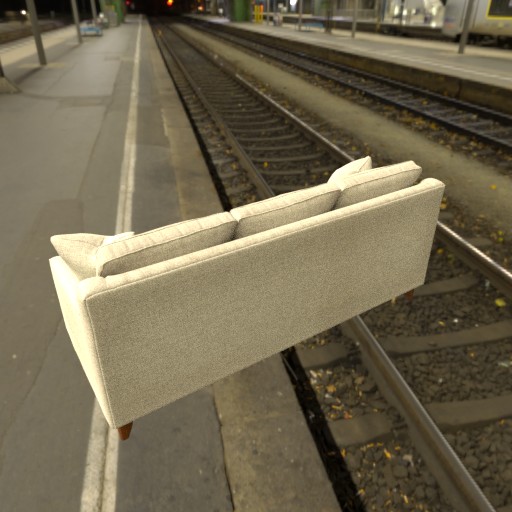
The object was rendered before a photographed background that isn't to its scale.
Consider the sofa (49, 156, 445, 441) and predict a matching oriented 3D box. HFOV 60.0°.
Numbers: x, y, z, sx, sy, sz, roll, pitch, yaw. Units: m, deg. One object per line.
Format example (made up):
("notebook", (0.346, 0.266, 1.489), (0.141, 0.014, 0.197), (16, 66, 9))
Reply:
("sofa", (0.000, 0.000, 2.490), (2.031, 0.914, 0.865), (-18, 34, -29))
